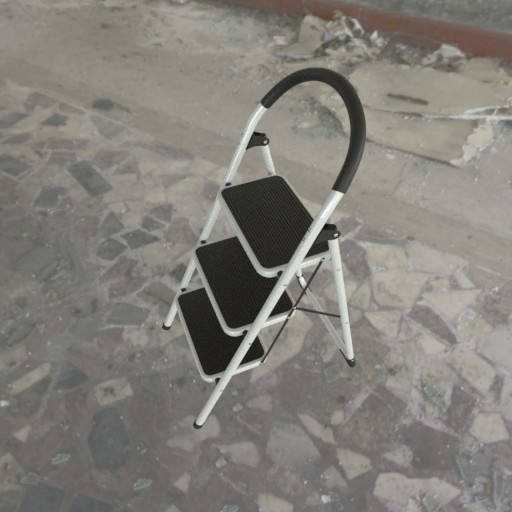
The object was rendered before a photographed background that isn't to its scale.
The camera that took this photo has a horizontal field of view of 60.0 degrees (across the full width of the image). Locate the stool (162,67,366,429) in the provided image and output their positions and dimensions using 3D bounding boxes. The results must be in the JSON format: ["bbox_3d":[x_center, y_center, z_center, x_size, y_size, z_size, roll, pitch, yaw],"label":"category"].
[{"bbox_3d":[0.000,0.000,1.431,0.676,1.109,0.485,-17,50,-15],"label":"stool"}]
